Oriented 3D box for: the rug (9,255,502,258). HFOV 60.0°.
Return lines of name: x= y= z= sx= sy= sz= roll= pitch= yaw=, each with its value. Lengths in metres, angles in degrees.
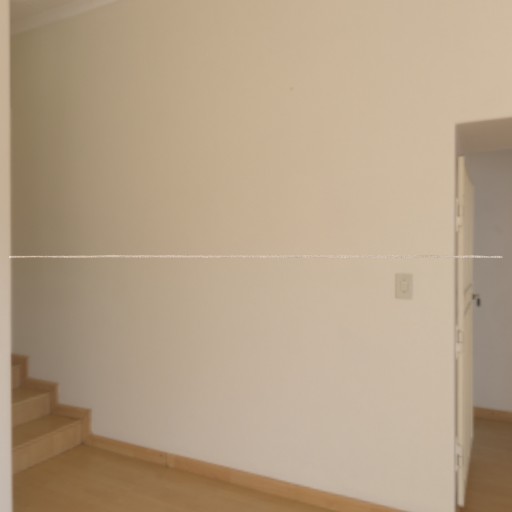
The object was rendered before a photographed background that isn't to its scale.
rug: x=0.000 y=0.000 z=2.941 sx=2.440 sy=0.012 sz=1.522 roll=0 pitch=0 yaw=1
